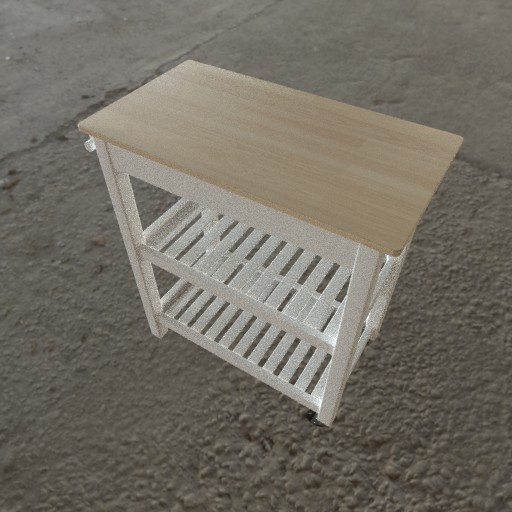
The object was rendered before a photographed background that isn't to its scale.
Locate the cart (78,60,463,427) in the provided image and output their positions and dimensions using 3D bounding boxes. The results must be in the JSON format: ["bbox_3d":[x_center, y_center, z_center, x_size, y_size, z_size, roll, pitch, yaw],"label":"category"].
[{"bbox_3d":[0.000,0.000,1.432,0.899,0.927,0.457,24,51,21],"label":"cart"}]
